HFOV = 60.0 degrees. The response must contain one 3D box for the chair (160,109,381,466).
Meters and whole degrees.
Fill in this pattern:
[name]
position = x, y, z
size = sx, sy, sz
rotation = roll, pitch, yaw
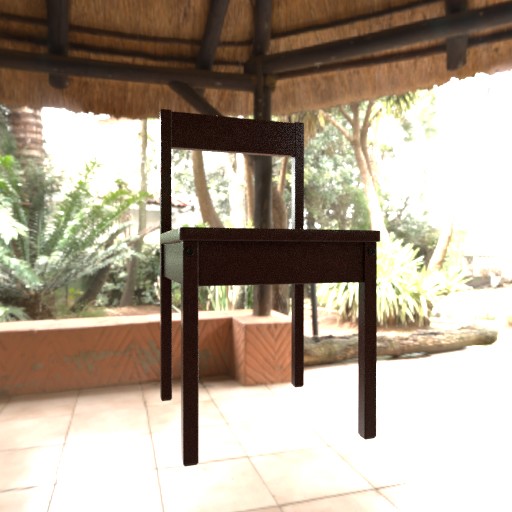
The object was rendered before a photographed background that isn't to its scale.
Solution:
[chair]
position = 0.000, 0.000, 0.917
size = 0.367, 0.668, 0.361
rotation = 0, 1, -18
